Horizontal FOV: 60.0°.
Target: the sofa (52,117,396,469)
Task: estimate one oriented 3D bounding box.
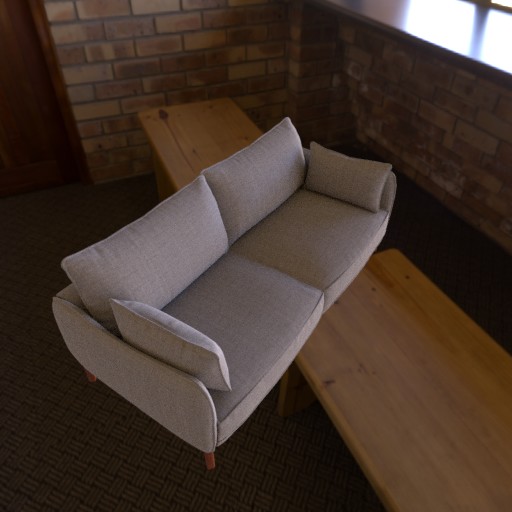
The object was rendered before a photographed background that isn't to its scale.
[{"bbox_3d":[0.000,0.000,2.514,0.972,0.851,1.989,24,46,25],"label":"sofa"}]
